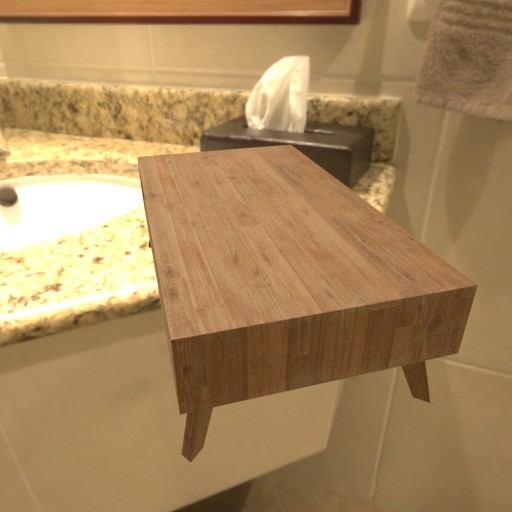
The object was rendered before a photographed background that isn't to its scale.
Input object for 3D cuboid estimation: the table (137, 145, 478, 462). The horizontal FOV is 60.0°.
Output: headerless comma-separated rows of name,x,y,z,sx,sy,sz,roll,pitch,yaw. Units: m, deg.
table,0.000,0.000,2.016,0.918,0.531,1.619,-8,30,-14
